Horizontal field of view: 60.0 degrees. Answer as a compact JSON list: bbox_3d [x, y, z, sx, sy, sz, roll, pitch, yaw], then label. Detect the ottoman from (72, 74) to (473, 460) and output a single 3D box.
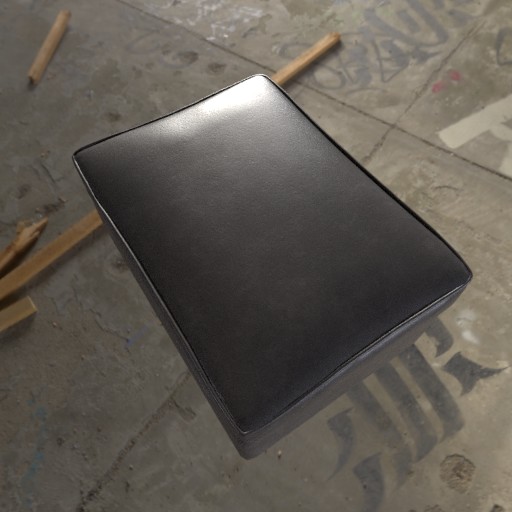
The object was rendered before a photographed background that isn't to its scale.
[{"bbox_3d":[0.000,0.000,1.094,0.554,0.445,0.756,-29,63,-17],"label":"ottoman"}]
